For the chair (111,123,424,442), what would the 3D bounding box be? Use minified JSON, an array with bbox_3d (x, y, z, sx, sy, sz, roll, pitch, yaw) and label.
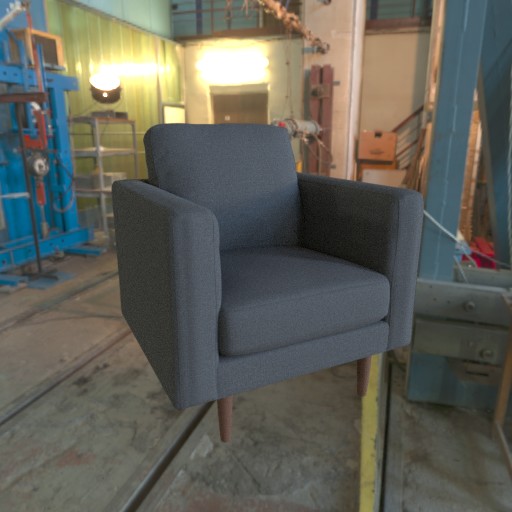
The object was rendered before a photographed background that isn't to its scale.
[{"bbox_3d":[0.000,0.000,1.594,0.854,0.927,0.800,-8,17,-26],"label":"chair"}]
